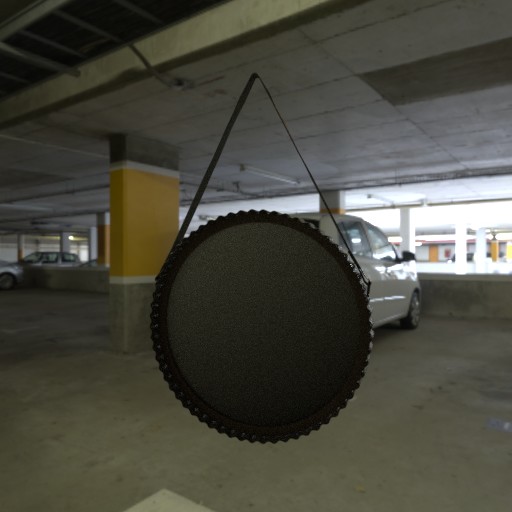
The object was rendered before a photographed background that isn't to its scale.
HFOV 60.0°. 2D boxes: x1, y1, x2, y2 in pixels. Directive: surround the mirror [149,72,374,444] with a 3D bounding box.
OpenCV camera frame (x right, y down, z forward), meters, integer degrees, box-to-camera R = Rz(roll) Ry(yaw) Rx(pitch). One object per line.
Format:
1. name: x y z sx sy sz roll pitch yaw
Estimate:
1. mirror: 0.000 0.000 0.692 0.355 0.568 0.042 0 0 18
